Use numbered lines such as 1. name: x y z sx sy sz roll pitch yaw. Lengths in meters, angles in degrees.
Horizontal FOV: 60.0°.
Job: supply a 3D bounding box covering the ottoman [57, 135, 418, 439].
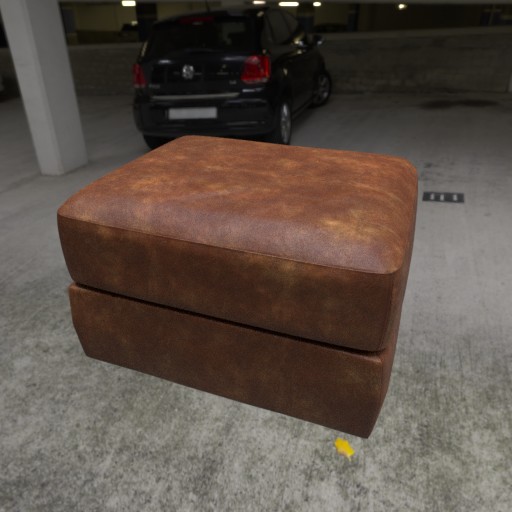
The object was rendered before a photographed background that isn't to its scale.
1. ottoman: 0.000 0.000 1.143 0.751 0.476 0.603 11 32 18
